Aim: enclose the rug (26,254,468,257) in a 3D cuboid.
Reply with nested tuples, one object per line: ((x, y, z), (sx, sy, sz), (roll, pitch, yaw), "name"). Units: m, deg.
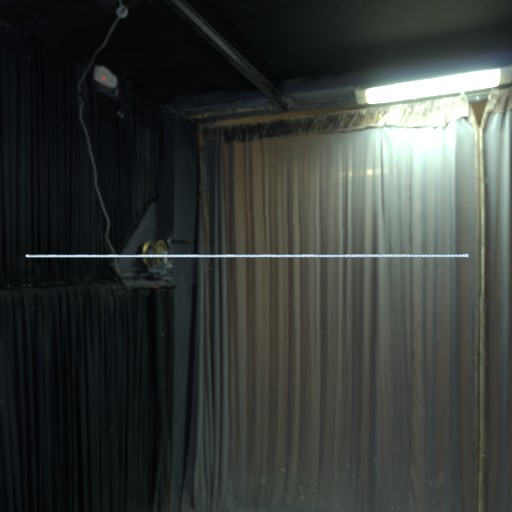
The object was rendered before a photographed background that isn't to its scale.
((0.000, 0.000, 3.016), (2.438, 0.015, 1.518), (0, 0, 19), "rug")
